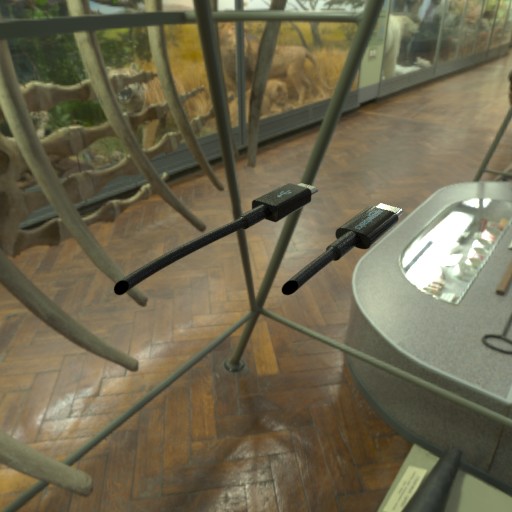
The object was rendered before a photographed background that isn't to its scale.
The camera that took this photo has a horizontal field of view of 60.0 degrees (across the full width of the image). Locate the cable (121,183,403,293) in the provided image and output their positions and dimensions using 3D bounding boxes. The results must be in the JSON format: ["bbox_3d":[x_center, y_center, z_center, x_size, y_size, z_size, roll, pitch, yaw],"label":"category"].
[{"bbox_3d":[0.000,0.000,0.113,0.040,0.006,0.098,21,36,32],"label":"cable"}]
